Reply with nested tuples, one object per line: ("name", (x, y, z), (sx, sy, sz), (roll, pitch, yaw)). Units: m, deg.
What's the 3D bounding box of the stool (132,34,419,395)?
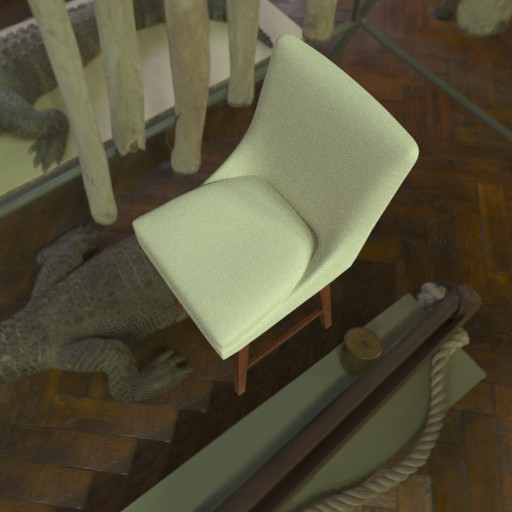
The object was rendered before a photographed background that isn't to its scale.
("stool", (0.000, 0.000, 1.387), (0.559, 1.097, 0.470), (-34, 69, -15))
